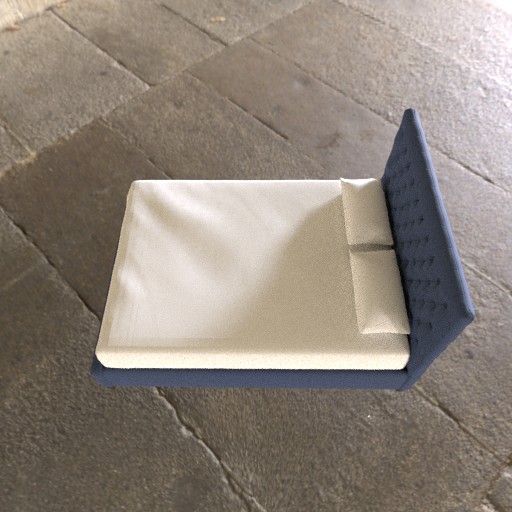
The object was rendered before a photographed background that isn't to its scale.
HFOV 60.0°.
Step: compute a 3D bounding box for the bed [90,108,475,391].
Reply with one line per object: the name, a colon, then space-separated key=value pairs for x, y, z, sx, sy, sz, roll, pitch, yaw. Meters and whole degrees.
bed: x=0.000 y=0.000 z=3.384 sx=2.387 sy=1.427 sz=1.706 roll=0 pitch=57 yaw=0
